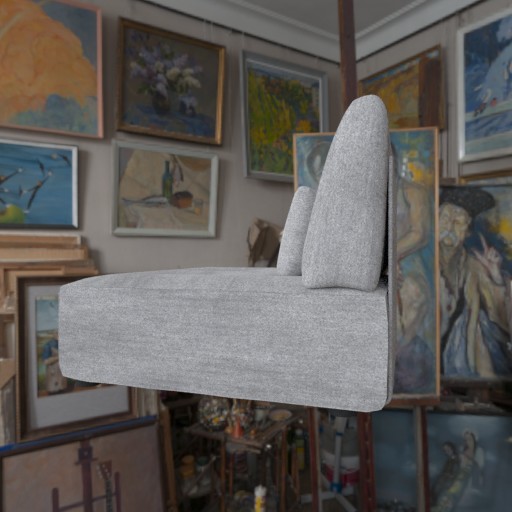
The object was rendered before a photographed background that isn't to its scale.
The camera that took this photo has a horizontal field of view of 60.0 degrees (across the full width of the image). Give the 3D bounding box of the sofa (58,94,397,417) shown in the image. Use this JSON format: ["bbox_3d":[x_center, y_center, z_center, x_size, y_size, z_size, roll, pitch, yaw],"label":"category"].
[{"bbox_3d":[0.000,0.000,1.669,1.000,0.820,0.930,0,0,18],"label":"sofa"}]
